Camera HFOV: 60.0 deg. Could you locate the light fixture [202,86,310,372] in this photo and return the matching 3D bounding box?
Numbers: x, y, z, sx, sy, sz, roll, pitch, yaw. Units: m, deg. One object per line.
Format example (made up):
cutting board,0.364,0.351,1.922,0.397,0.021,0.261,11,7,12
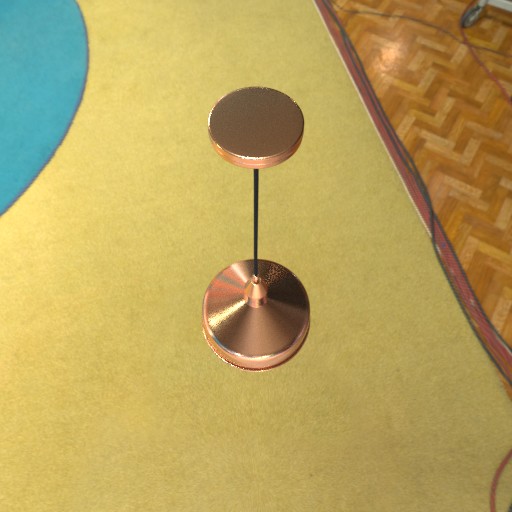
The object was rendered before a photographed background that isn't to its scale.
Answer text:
light fixture,0.000,0.000,0.898,0.301,0.754,0.301,34,68,16
